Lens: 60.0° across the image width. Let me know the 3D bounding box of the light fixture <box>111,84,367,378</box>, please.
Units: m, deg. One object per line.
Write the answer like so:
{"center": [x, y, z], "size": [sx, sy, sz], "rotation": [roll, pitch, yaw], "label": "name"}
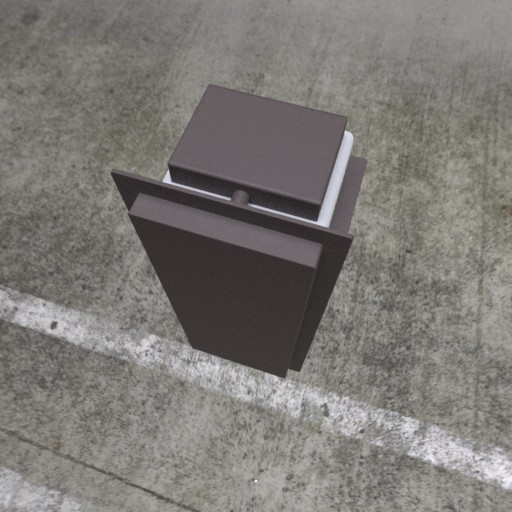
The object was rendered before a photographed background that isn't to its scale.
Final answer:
{"center": [0.000, 0.000, 0.441], "size": [0.153, 0.347, 0.146], "rotation": [16, 64, 8], "label": "light fixture"}
